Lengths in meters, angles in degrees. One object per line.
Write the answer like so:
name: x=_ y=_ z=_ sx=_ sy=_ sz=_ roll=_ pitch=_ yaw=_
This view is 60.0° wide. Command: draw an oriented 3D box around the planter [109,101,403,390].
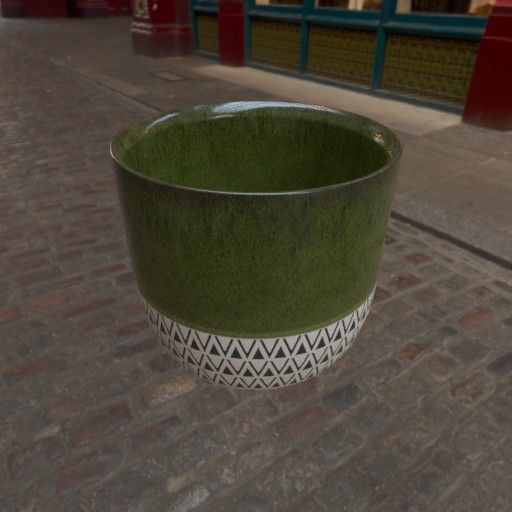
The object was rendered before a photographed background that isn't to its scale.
planter: x=0.000 y=0.000 z=0.488 sx=0.266 sy=0.270 sz=0.266 roll=0 pitch=33 yaw=0
